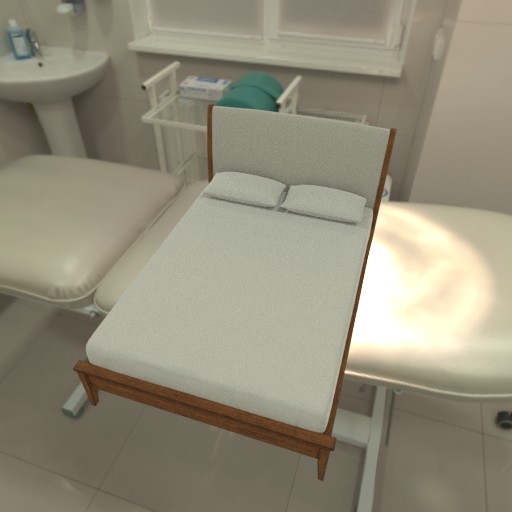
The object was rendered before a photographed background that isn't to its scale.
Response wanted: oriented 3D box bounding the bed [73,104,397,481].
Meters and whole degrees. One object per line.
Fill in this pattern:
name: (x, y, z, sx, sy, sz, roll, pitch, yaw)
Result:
bed: (0.000, 0.000, 2.980, 1.502, 1.135, 2.108, 12, 42, 14)
